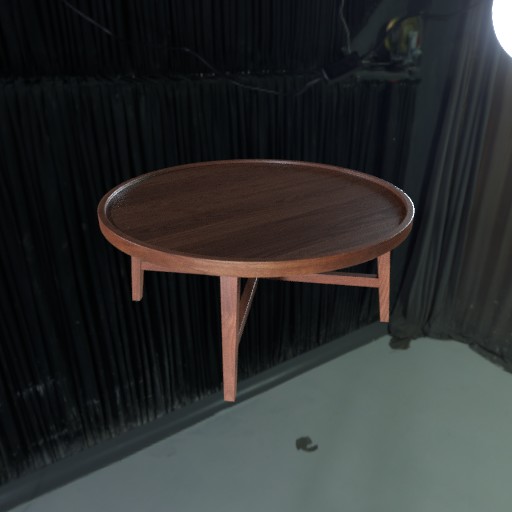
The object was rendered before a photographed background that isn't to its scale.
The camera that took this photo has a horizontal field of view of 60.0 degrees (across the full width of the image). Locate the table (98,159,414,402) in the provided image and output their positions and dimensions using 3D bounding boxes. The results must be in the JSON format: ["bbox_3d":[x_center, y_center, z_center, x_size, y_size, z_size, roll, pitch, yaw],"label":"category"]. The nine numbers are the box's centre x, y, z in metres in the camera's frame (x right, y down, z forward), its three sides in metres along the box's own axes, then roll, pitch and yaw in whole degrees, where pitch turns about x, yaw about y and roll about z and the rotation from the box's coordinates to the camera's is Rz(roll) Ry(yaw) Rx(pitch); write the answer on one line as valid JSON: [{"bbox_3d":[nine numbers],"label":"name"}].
[{"bbox_3d":[0.000,0.000,1.254,0.800,0.360,0.800,0,26,0],"label":"table"}]
